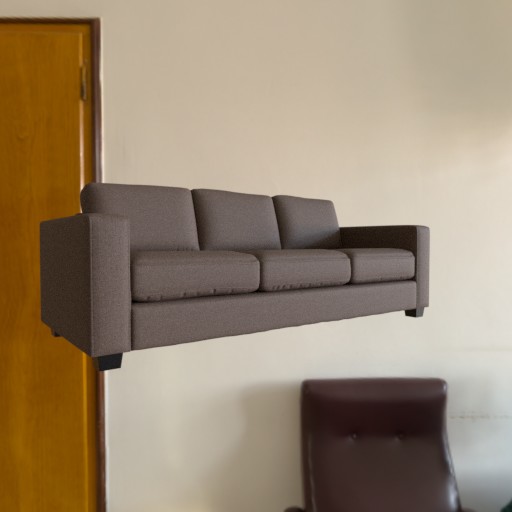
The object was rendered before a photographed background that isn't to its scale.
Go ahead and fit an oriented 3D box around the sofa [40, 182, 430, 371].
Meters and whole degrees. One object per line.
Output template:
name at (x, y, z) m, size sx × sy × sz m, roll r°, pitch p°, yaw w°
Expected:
sofa at (0.000, 0.000, 2.585) m, size 2.160 × 0.806 × 0.900 m, roll -1°, pitch 2°, yaw -36°
